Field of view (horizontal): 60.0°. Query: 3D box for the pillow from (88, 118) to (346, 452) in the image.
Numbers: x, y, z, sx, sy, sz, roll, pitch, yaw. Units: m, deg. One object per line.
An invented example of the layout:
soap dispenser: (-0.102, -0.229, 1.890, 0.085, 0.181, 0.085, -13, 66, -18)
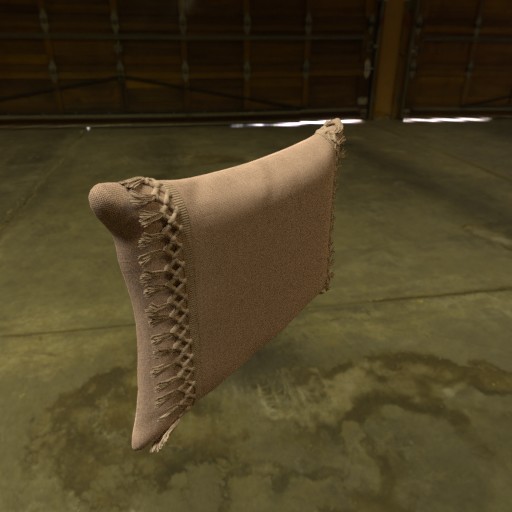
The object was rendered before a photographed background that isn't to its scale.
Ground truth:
pillow: (0.000, 0.000, 0.590, 0.084, 0.305, 0.466, 17, 30, 31)
